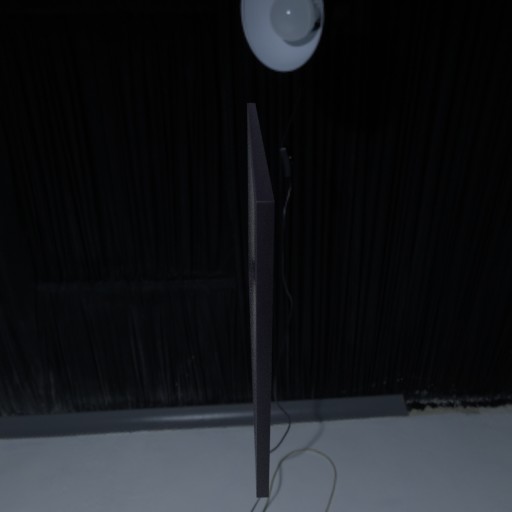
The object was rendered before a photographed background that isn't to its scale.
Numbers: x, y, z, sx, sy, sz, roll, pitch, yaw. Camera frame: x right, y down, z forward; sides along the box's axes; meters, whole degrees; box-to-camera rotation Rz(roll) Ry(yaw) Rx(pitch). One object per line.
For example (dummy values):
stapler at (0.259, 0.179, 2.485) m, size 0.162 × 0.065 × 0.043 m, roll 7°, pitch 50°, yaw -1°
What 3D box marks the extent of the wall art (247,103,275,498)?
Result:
wall art at (0.000, 0.000, 0.560) m, size 0.013 × 0.306 × 0.440 m, roll -1°, pitch 27°, yaw -2°
